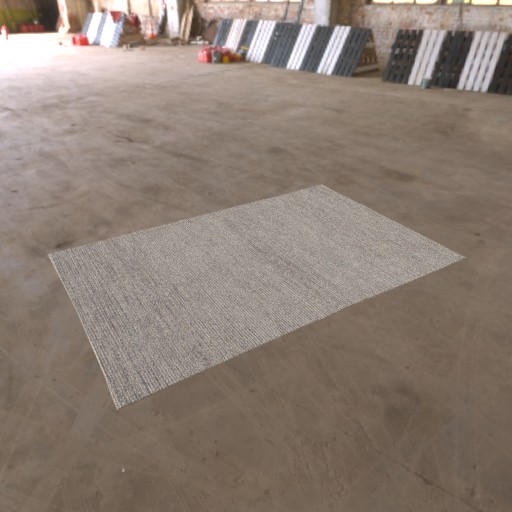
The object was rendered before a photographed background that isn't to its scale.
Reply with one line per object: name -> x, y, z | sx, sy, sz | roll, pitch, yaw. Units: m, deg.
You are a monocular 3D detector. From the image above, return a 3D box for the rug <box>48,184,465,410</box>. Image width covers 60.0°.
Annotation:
rug -> 0.000, 0.000, 2.267 | 1.804, 0.022, 1.162 | -18, 35, -27
